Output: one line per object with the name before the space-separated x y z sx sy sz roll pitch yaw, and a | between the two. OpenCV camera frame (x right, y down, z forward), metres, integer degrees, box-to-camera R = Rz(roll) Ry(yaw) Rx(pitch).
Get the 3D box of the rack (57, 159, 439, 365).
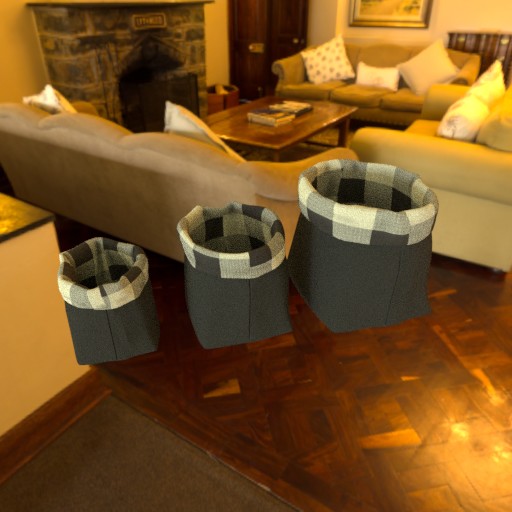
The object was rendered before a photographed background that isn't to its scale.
rack | 0.000 0.000 1.070 0.889 0.329 0.370 -8 32 -14
